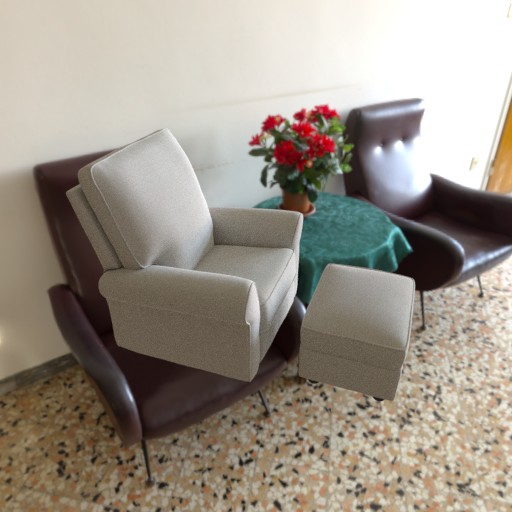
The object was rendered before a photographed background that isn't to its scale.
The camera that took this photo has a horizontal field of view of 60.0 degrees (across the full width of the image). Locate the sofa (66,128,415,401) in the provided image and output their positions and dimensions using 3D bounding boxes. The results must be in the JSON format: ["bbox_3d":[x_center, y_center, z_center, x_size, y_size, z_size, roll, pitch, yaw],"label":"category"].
[{"bbox_3d":[0.000,0.000,2.104,1.478,0.959,0.880,11,33,17],"label":"sofa"}]
